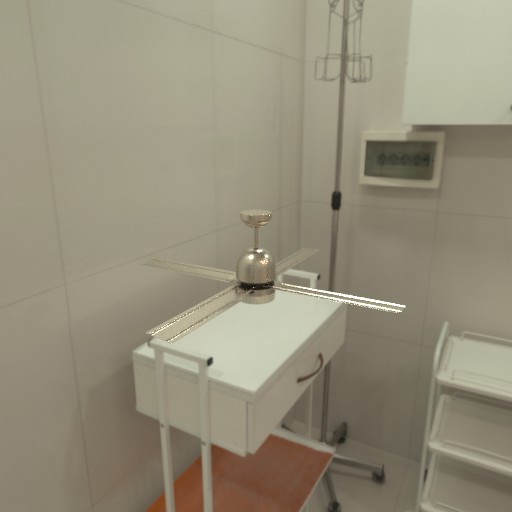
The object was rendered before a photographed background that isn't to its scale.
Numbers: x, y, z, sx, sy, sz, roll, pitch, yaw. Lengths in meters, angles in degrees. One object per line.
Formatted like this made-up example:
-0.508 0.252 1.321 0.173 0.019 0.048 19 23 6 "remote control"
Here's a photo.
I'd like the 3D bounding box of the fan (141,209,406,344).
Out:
0.000 0.000 2.040 1.346 0.406 1.346 9 18 27 "fan"
